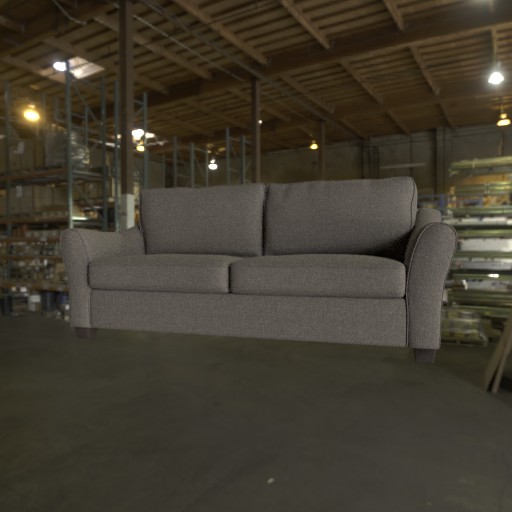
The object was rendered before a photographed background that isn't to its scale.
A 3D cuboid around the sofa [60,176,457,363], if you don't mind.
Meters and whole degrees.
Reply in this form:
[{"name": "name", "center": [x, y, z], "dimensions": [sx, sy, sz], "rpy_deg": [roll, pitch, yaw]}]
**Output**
[{"name": "sofa", "center": [0.000, 0.000, 2.739], "dimensions": [2.203, 0.976, 1.013], "rpy_deg": [0, 1, 17]}]
